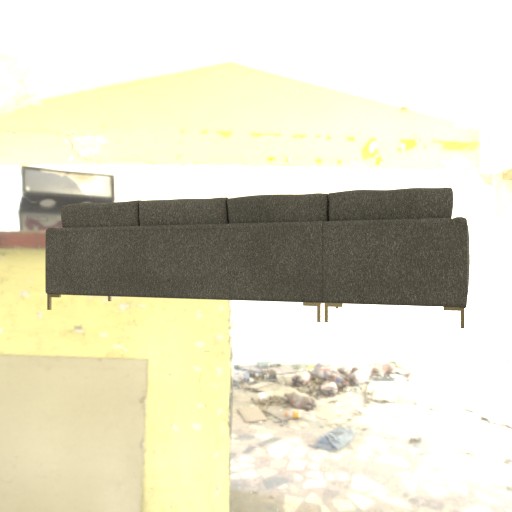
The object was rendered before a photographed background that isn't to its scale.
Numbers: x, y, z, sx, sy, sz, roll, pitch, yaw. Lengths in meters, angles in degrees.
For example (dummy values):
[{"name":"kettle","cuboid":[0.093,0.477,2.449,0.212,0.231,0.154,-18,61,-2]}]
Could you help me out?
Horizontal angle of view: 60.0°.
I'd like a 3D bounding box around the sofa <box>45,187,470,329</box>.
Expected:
[{"name":"sofa","cuboid":[0.000,0.000,3.490,2.932,0.810,1.350,0,0,18]}]
